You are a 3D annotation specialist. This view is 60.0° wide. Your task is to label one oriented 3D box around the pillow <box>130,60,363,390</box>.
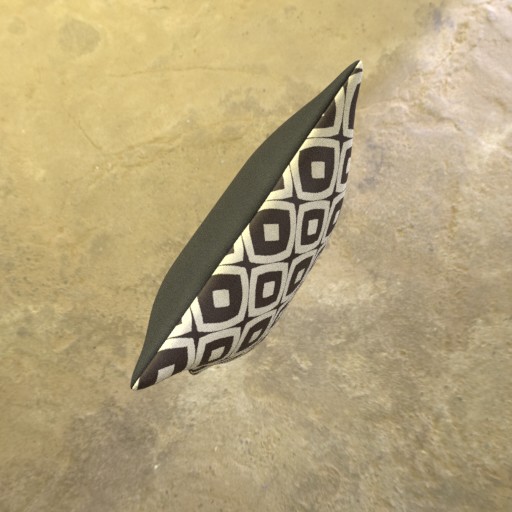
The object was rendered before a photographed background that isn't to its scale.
[{"bbox_3d":[0.000,0.000,0.780,0.188,0.494,0.504,33,79,7],"label":"pillow"}]
